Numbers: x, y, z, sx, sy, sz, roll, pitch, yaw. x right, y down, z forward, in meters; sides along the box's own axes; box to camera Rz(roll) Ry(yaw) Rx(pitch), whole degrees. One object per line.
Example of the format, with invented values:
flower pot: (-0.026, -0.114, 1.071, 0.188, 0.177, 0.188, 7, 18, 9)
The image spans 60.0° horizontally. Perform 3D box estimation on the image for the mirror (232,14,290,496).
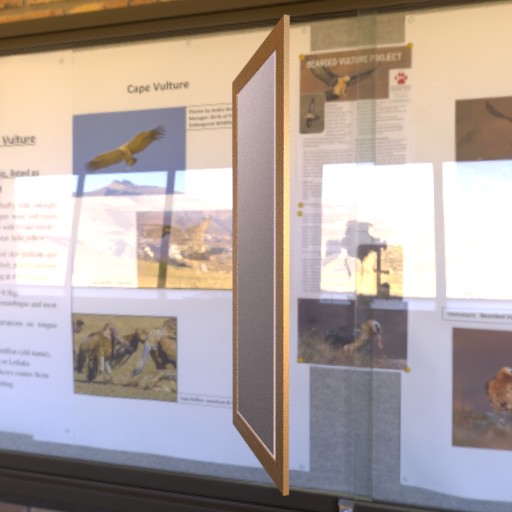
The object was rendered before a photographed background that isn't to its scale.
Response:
mirror: (0.000, 0.000, 2.260, 0.025, 2.031, 0.812, 0, 1, -19)
